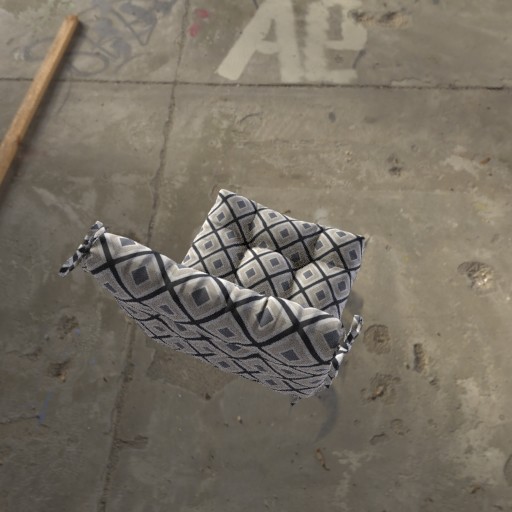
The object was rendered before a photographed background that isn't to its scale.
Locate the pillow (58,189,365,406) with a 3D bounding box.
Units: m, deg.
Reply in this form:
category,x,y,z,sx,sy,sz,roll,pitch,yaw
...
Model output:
category,x,y,z,sx,sy,sz,roll,pitch,yaw
pillow,0.000,0.000,1.044,0.519,0.605,0.571,20,64,10
